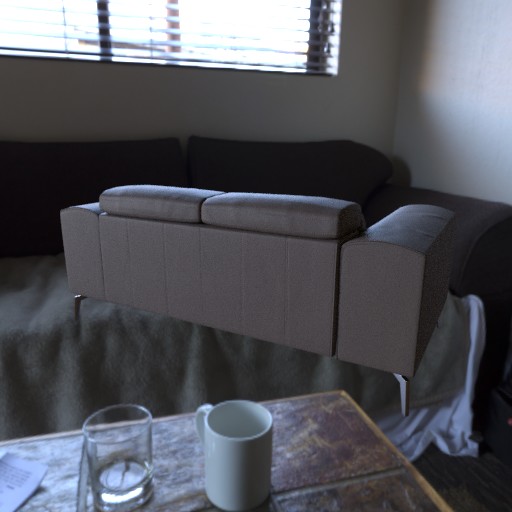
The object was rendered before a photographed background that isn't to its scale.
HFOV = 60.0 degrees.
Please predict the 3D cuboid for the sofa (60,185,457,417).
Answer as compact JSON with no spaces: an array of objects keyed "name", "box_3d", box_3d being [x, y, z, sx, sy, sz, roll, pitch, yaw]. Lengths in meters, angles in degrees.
[{"name":"sofa","box_3d":[0.000,0.000,2.399,1.895,0.779,1.003,8,17,28]}]
